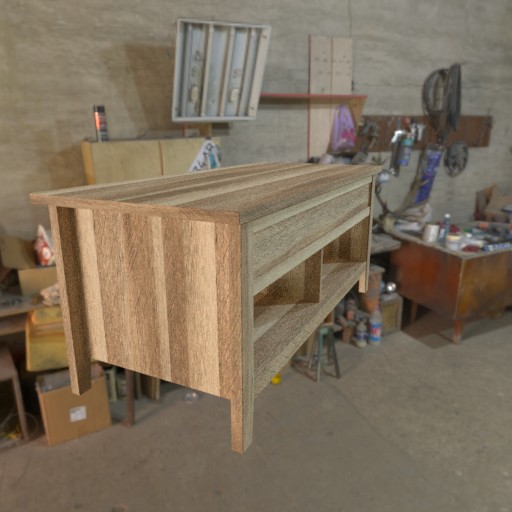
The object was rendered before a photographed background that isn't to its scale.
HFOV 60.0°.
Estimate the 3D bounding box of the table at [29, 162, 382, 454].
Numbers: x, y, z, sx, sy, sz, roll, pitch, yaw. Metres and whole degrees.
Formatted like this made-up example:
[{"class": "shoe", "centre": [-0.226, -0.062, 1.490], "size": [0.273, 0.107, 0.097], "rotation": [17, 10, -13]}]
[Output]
[{"class": "table", "centre": [0.000, 0.000, 1.339], "size": [0.493, 0.480, 1.095], "rotation": [8, 17, 26]}]
